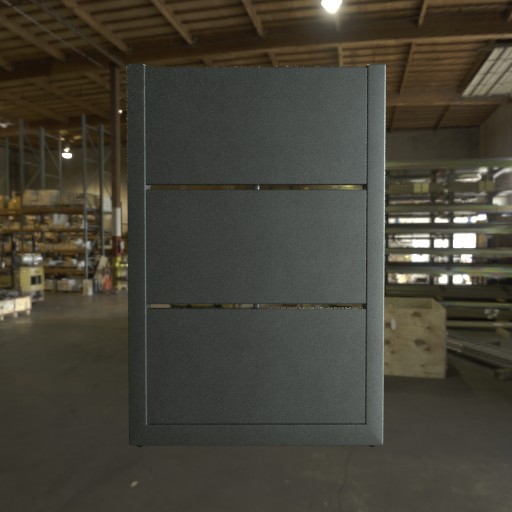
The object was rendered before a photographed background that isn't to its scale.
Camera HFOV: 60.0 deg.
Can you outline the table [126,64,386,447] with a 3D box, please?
[{"bbox_3d":[0.000,0.000,0.907,0.405,0.609,0.420,0,1,0],"label":"table"}]
